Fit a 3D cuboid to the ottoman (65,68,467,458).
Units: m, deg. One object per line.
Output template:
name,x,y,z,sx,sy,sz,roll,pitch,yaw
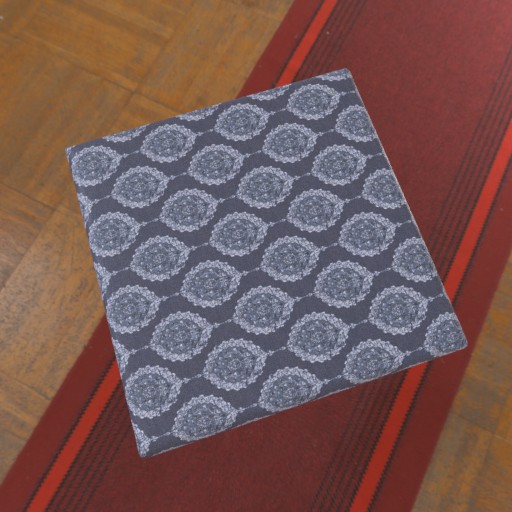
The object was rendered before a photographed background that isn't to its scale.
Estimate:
ottoman,0.000,0.000,1.368,0.890,0.409,0.889,-17,76,-4
